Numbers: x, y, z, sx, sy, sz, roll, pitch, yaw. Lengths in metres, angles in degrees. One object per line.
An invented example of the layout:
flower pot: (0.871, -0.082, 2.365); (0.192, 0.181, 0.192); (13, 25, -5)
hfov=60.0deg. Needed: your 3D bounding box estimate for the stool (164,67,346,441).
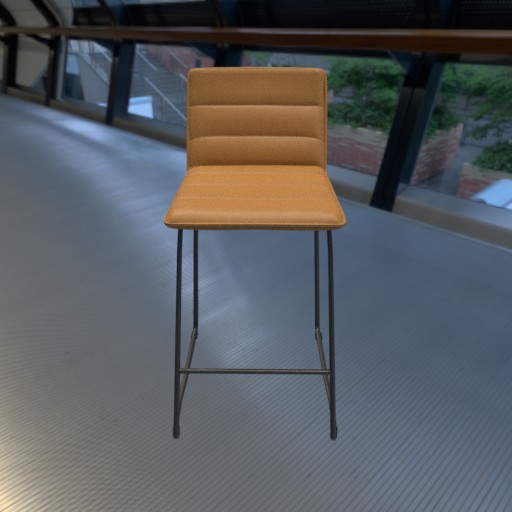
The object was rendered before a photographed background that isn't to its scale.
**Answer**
stool: (0.000, 0.000, 1.248); (0.489, 0.936, 0.524); (0, 29, 1)
